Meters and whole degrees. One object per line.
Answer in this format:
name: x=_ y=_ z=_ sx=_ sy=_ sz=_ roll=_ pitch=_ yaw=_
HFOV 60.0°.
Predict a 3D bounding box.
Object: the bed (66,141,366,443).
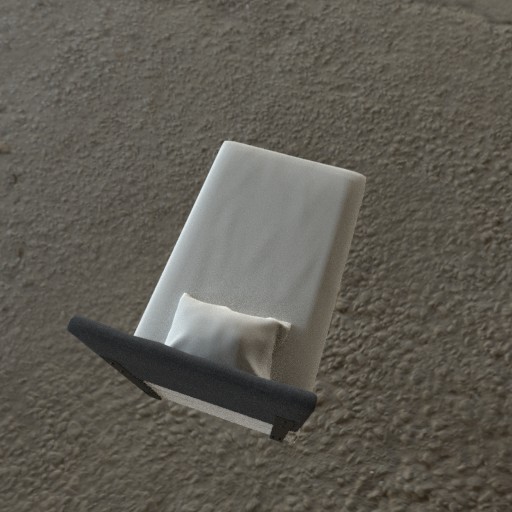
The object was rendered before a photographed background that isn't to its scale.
bed: x=0.000 y=0.000 z=2.982 sx=1.261 sy=1.571 sz=1.997 roll=16 pitch=64 yaw=8
